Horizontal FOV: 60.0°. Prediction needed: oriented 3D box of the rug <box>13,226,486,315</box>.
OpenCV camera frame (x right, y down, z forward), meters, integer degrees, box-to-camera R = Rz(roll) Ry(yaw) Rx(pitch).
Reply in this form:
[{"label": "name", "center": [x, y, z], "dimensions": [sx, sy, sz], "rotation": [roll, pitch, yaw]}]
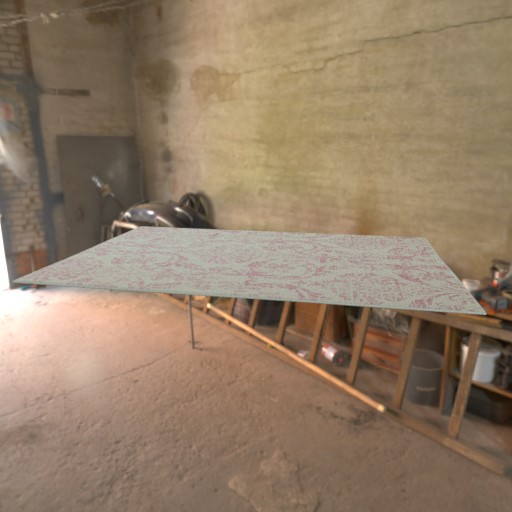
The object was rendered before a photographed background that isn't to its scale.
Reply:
[{"label": "rug", "center": [0.000, 0.000, 2.256], "dimensions": [1.839, 0.012, 1.219], "rotation": [3, 15, 11]}]
